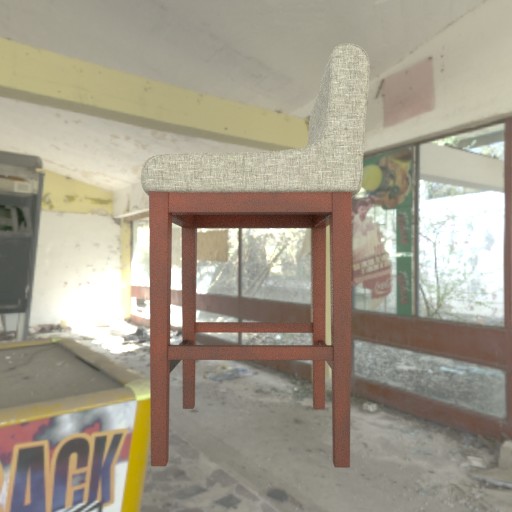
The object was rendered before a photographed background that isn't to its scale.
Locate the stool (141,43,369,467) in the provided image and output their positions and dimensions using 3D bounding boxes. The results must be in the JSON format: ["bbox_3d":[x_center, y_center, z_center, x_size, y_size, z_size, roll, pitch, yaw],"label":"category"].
[{"bbox_3d":[0.000,0.000,1.062,0.459,0.835,0.417,0,-1,1],"label":"stool"}]
